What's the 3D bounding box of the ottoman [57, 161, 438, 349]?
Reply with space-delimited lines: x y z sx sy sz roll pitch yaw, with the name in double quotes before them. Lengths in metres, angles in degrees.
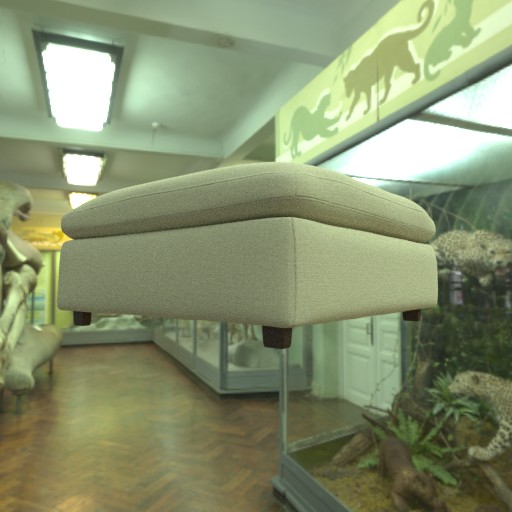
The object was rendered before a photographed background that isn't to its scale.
"ottoman" 0.000 0.000 1.553 0.996 0.467 0.977 -3 -4 38
